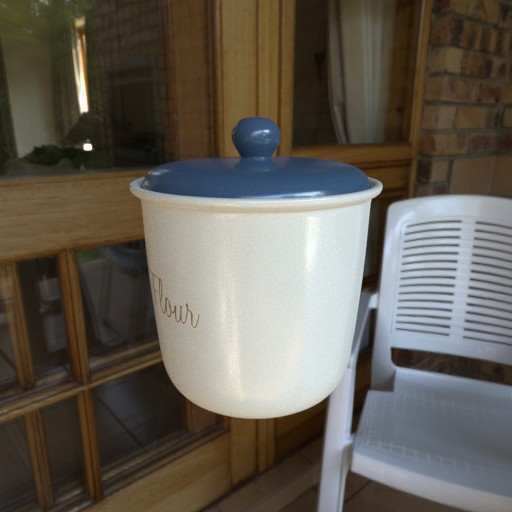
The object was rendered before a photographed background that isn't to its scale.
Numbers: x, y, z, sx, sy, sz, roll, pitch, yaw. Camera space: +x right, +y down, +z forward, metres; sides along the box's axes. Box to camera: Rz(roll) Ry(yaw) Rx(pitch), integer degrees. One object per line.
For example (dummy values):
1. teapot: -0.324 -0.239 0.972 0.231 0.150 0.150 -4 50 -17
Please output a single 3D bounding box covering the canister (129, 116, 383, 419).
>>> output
1. canister: 0.000 0.000 0.346 0.182 0.208 0.182 0 16 0
